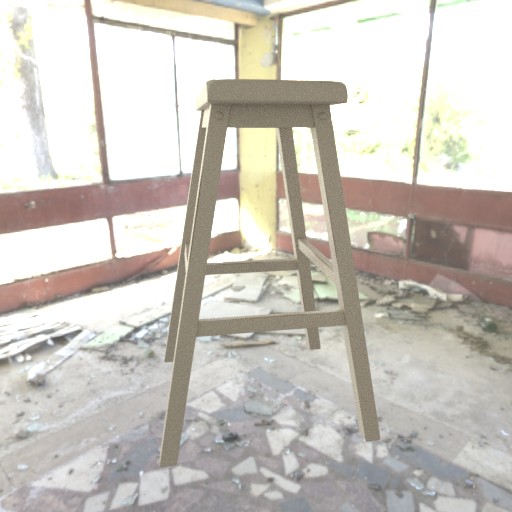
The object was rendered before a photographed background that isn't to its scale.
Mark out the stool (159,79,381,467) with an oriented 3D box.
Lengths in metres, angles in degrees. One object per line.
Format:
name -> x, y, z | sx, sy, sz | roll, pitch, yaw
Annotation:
stool -> 0.000, 0.000, 1.049 | 0.476, 0.737, 0.457 | -3, 16, -10
